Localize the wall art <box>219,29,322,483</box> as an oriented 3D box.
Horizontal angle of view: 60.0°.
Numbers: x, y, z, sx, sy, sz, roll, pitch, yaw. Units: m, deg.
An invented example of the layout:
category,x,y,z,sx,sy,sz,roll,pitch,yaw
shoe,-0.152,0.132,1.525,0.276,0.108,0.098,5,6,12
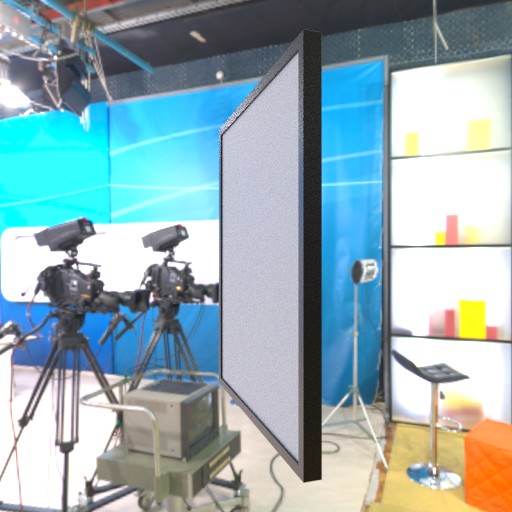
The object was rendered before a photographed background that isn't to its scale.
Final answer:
category,x,y,z,sx,sy,sz,roll,pitch,yaw
wall art,0.000,0.000,0.545,0.018,0.397,0.325,0,0,-18
